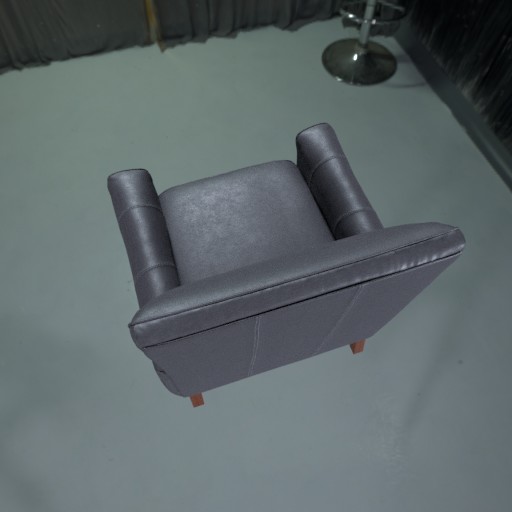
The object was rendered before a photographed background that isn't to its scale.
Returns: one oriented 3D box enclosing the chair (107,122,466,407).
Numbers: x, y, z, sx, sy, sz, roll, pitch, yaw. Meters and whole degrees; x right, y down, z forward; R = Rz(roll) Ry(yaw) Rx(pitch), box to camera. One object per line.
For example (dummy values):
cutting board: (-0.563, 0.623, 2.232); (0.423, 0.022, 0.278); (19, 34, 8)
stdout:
chair: (0.000, 0.000, 1.579); (0.870, 0.943, 0.825); (-16, 60, -9)
